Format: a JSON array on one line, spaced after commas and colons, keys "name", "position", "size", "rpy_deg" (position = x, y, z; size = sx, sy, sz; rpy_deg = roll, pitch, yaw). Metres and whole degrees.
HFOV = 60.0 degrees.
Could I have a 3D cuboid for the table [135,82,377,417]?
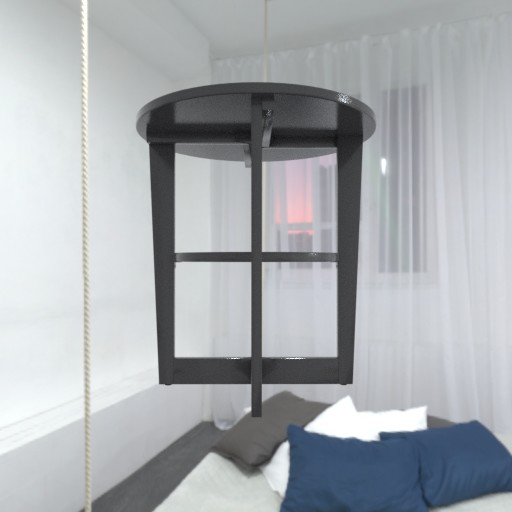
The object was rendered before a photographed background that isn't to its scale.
[{"name": "table", "position": [0.000, 0.000, 0.951], "size": [0.500, 0.550, 0.500], "rpy_deg": [0, 0, 0]}]
